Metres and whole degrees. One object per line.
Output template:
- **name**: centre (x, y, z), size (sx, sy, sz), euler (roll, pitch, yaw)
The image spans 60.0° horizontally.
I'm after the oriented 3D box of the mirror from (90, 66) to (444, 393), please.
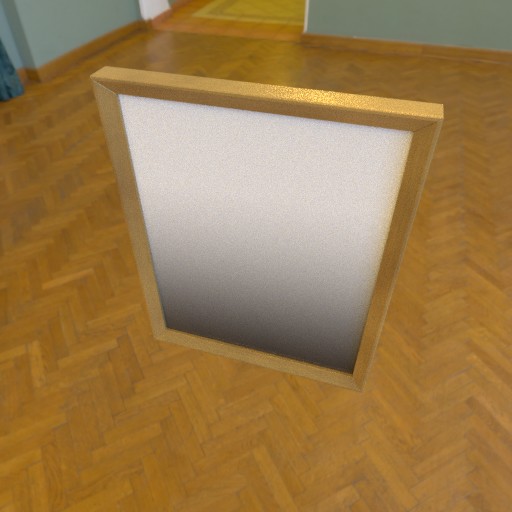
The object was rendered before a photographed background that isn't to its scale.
- **mirror**: centre (0.000, 0.000, 0.671), size (0.406, 0.509, 0.041), euler (11, 43, 13)
